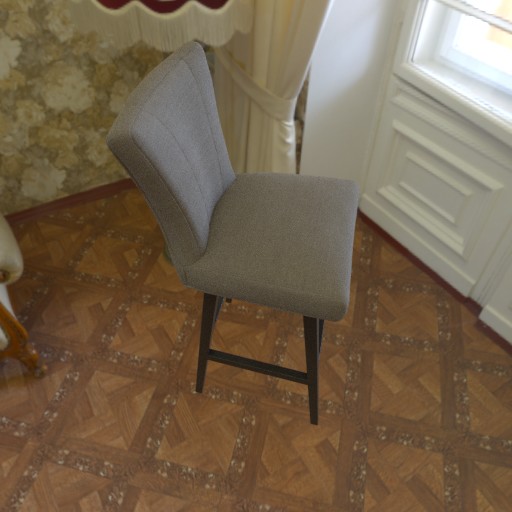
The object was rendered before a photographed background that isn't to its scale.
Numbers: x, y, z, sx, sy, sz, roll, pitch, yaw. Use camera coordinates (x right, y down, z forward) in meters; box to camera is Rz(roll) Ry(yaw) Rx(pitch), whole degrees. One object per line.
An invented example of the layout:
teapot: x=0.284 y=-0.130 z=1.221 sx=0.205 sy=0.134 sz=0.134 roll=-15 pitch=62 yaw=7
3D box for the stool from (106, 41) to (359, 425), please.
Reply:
stool: x=0.000 y=0.000 z=1.386 sx=0.574 sy=1.086 sz=0.514 roll=9 pitch=47 yaw=9
